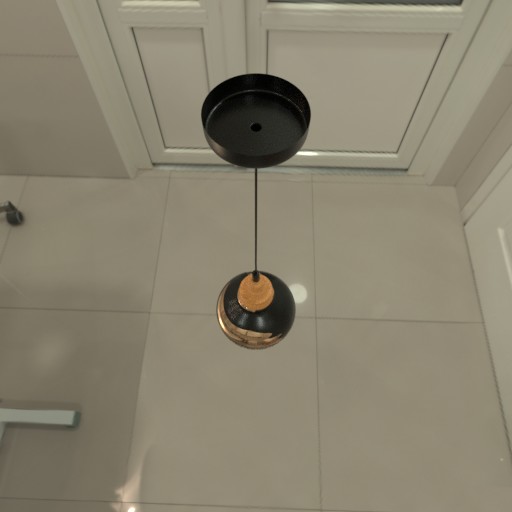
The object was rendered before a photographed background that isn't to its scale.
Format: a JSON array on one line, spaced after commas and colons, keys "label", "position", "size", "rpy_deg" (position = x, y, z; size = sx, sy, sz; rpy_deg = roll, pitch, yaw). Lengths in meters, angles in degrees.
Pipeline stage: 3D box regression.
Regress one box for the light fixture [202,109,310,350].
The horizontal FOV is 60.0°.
[{"label": "light fixture", "position": [0.000, 0.000, 1.829], "size": [0.430, 1.606, 0.430], "rpy_deg": [2, 63, 1]}]
